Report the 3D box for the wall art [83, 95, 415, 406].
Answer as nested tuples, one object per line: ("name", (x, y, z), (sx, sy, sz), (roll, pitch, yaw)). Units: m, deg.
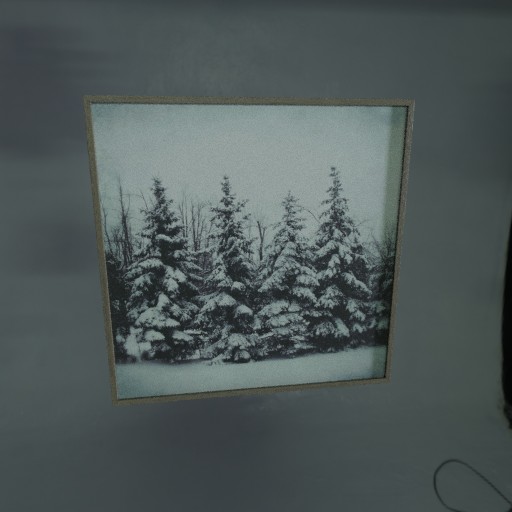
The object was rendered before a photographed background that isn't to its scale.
("wall art", (0.000, 0.000, 0.755), (0.507, 0.507, 0.037), (-2, 15, -8))
